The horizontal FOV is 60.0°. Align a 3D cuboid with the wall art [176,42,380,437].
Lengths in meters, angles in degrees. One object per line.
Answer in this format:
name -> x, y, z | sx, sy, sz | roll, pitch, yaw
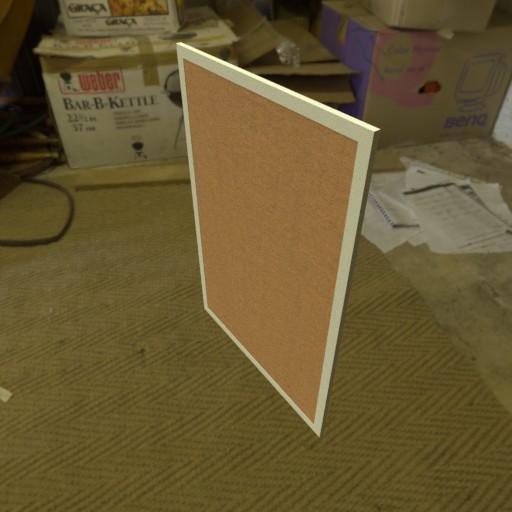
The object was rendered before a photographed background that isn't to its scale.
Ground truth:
wall art -> 0.000, 0.000, 1.228 | 0.015, 0.965, 0.660 | -25, 46, -27
